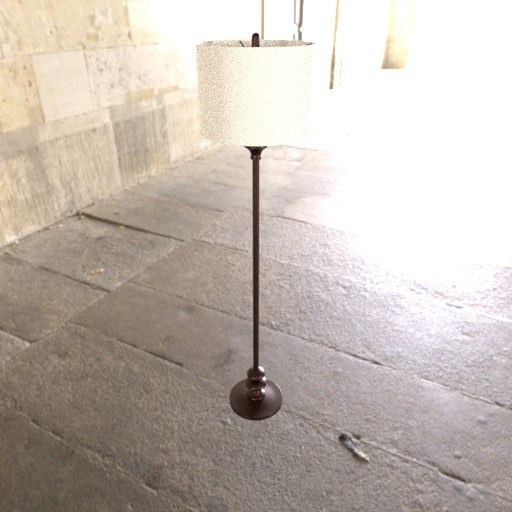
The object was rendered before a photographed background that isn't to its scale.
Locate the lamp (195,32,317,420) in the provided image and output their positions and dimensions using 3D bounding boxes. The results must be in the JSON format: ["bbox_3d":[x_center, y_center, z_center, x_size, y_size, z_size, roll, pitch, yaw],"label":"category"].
[{"bbox_3d":[0.000,0.000,1.651,0.356,1.487,0.356,-9,30,-15],"label":"lamp"}]
